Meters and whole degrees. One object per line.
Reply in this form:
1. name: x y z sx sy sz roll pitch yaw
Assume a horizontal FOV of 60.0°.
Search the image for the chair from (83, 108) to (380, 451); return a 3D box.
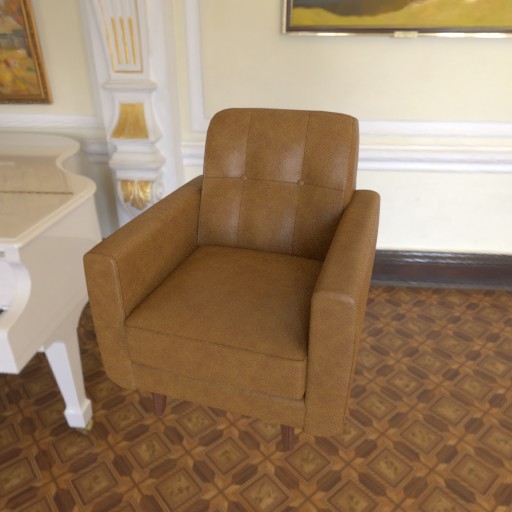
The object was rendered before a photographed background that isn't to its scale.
1. chair: 0.000 0.000 1.669 0.845 0.968 0.942 8 28 16
